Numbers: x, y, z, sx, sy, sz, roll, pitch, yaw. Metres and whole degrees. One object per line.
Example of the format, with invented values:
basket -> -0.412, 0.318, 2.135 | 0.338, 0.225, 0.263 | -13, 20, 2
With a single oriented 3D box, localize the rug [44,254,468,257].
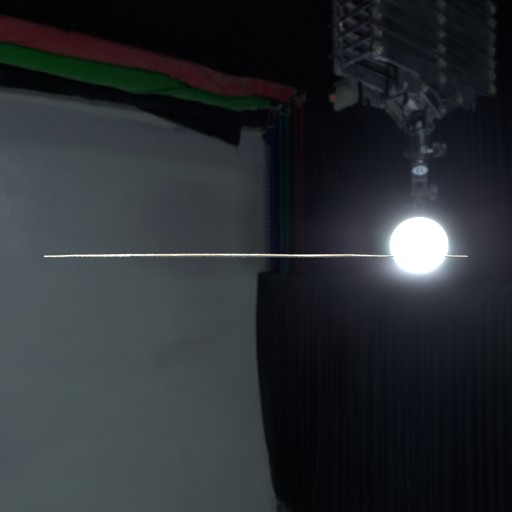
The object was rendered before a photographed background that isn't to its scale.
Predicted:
rug -> 0.000, 0.000, 2.716 | 2.135, 0.013, 1.524 | 0, 0, -36
